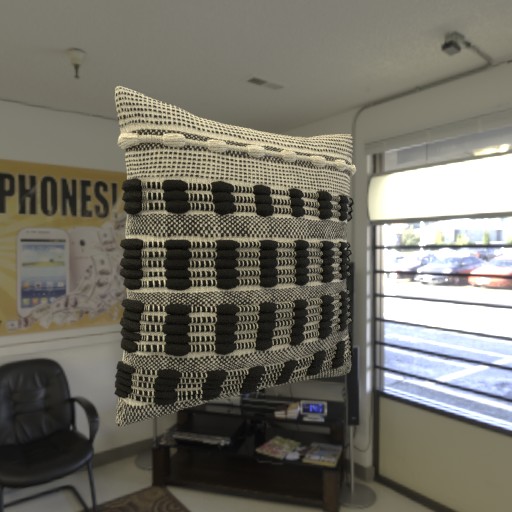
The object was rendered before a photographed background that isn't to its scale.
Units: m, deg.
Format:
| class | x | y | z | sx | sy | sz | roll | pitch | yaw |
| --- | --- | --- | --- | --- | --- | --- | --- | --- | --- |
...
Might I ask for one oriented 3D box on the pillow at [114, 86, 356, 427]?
| class | x | y | z | sx | sy | sz | roll | pitch | yaw |
| --- | --- | --- | --- | --- | --- | --- | --- | --- | --- |
| pillow | 0.000 | 0.000 | 0.685 | 0.436 | 0.438 | 0.156 | -1 | 1 | -35 |
